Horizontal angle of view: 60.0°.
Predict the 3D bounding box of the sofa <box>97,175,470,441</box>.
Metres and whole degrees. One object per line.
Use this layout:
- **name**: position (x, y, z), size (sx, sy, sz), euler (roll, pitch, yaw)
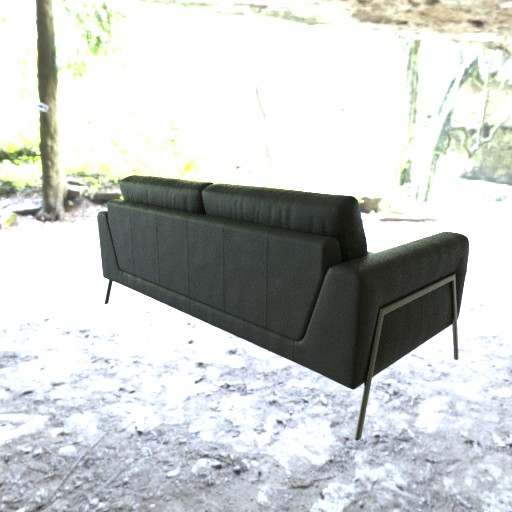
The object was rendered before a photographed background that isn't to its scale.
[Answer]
- **sofa**: position (0.000, 0.000, 2.536), size (0.953, 0.875, 2.017), euler (-13, 19, -43)
